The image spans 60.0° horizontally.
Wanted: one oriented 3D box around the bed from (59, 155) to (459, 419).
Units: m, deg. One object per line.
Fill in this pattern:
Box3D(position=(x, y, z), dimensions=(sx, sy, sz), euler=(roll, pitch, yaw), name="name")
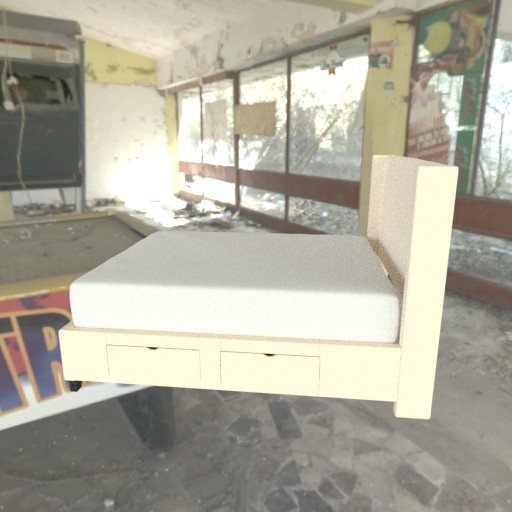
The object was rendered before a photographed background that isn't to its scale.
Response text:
Box3D(position=(0.000, 0.000, 3.398), dimensions=(2.280, 1.471, 1.765), euler=(2, 15, 7), name="bed")
